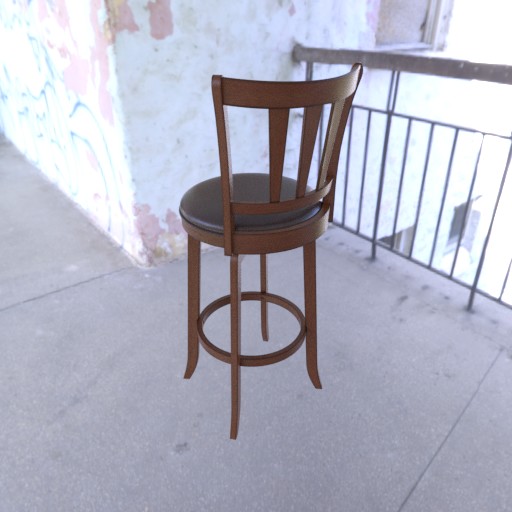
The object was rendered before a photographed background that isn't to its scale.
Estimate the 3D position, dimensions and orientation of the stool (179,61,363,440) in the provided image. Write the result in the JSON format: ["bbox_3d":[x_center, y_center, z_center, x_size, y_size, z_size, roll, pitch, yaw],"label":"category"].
[{"bbox_3d":[0.000,0.000,1.459,0.464,1.177,0.503,-19,35,-30],"label":"stool"}]
